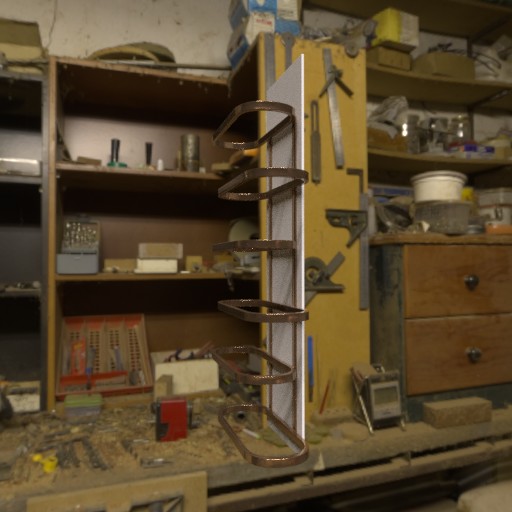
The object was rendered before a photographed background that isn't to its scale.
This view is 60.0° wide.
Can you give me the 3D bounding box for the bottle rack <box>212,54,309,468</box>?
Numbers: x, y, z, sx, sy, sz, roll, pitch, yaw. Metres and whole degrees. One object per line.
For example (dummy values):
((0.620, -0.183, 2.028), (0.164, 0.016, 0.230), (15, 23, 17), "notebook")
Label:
((0.000, 0.000, 0.842), (0.118, 0.709, 0.332), (0, -1, -18), "bottle rack")
